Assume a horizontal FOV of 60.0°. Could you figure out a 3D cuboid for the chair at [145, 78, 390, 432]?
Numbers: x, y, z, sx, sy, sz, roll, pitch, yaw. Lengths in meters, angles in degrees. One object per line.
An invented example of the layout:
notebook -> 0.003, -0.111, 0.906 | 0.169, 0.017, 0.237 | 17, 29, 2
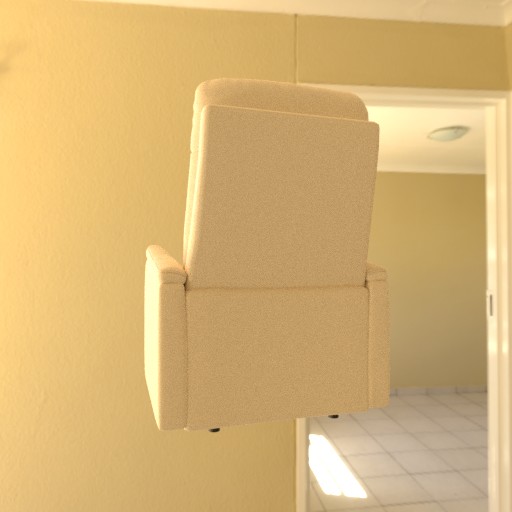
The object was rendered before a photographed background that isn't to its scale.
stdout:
chair -> 0.000, 0.000, 1.658 | 0.775, 1.082, 0.831 | 0, -1, -17
